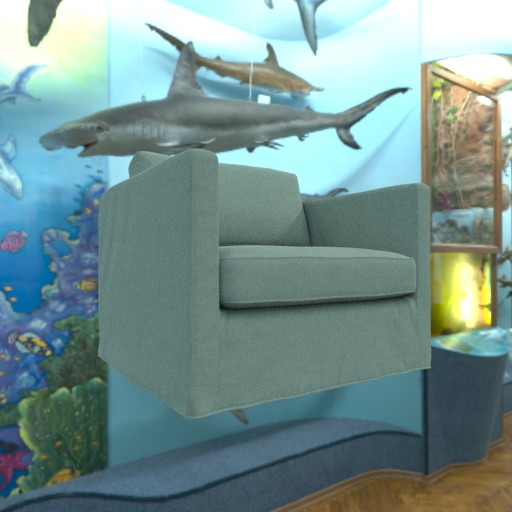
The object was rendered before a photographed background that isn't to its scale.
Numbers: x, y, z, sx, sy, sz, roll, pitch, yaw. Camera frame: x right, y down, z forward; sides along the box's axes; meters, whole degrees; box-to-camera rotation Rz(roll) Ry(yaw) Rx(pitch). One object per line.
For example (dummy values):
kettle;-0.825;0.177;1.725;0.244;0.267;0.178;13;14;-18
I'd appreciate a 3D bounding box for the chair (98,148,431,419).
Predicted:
chair;0.000;0.000;1.806;1.057;0.863;0.949;0;-1;-34
